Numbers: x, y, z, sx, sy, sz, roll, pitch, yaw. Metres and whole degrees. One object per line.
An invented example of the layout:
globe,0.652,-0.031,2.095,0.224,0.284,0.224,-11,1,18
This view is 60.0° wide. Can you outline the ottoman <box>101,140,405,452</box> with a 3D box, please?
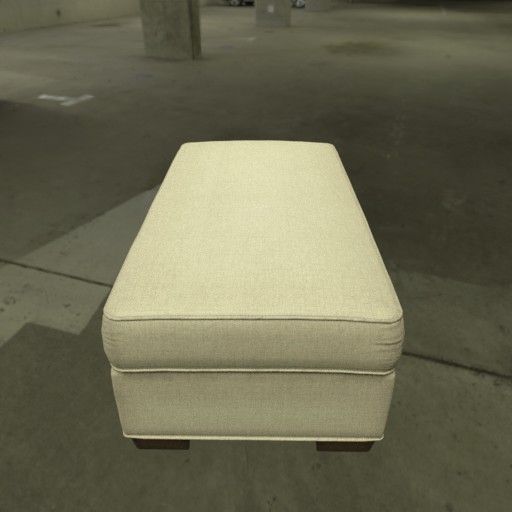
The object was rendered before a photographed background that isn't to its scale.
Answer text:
ottoman,0.000,0.000,1.404,0.617,0.461,1.097,0,32,1
